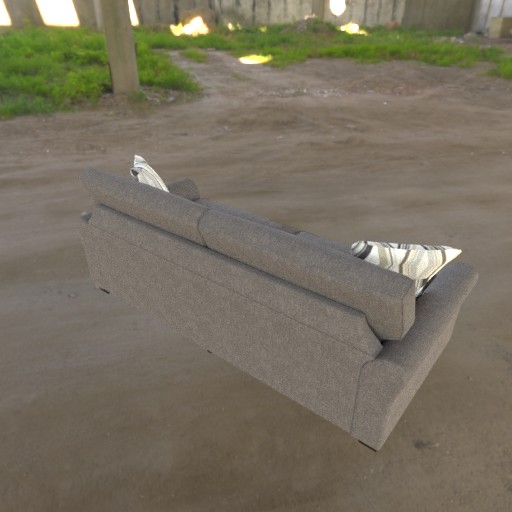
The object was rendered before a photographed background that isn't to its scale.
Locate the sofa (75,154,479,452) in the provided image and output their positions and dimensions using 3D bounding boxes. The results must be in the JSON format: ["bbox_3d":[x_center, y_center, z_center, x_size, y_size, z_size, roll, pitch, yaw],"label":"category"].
[{"bbox_3d":[0.000,0.000,2.394,2.032,0.813,0.889,22,36,33],"label":"sofa"}]
